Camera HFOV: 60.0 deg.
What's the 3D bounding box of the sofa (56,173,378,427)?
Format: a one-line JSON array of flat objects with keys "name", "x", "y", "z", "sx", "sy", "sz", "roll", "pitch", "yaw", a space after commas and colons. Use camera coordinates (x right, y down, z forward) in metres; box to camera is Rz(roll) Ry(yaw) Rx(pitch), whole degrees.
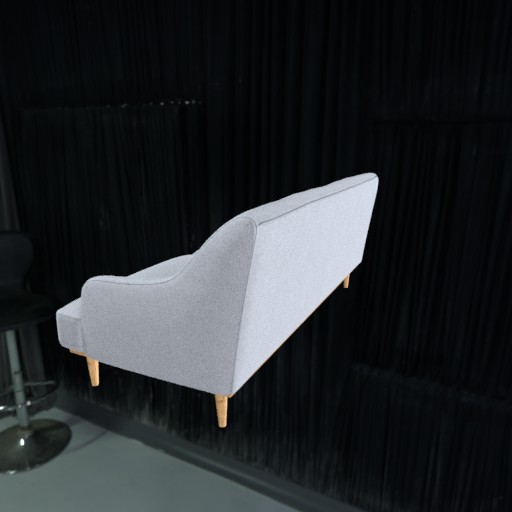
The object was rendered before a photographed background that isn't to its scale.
[{"name": "sofa", "x": 0.000, "y": 0.000, "z": 2.579, "sx": 0.978, "sy": 0.871, "sz": 2.057, "roll": 7, "pitch": 17, "yaw": 25}]
